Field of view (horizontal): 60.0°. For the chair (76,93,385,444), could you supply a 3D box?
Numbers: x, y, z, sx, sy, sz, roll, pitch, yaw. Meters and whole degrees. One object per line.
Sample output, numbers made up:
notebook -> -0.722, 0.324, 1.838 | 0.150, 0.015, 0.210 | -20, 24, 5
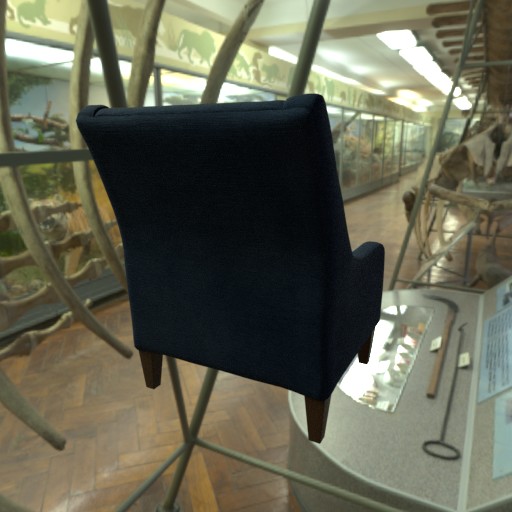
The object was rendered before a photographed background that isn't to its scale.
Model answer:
chair -> 0.000, 0.000, 1.608 | 0.774, 1.014, 0.870 | 8, 16, 27
